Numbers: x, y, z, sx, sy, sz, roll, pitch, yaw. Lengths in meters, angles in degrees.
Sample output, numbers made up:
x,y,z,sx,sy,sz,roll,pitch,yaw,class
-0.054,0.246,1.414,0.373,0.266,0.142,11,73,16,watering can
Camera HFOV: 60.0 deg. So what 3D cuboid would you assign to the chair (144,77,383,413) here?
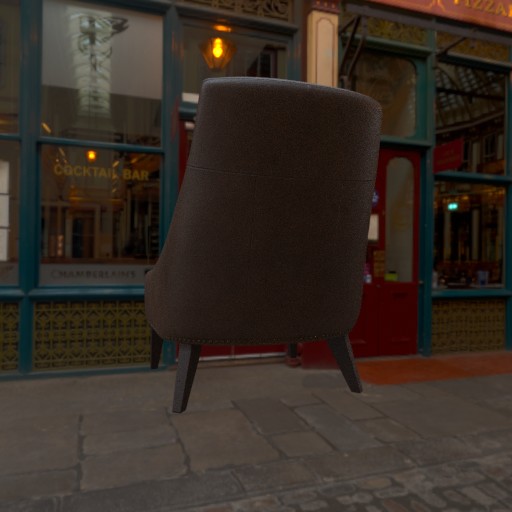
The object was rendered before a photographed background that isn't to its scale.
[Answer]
x,y,z,sx,sy,sz,roll,pitch,yaw,class
0.000,0.000,1.554,0.701,0.909,0.861,0,-1,-19,chair
